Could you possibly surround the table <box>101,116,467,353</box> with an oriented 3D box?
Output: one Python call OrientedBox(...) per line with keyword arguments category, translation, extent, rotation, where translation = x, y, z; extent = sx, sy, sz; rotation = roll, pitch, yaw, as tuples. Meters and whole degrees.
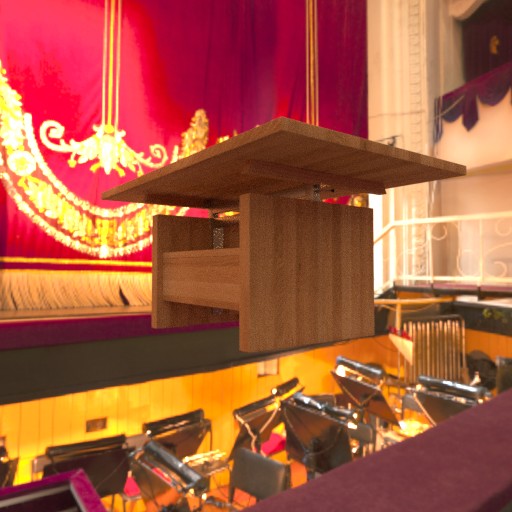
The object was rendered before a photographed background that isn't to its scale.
OrientedBox(category="table", translation=(0.000, 0.000, 1.507), extent=(0.700, 0.510, 1.100), rotation=(1, -2, -37))
